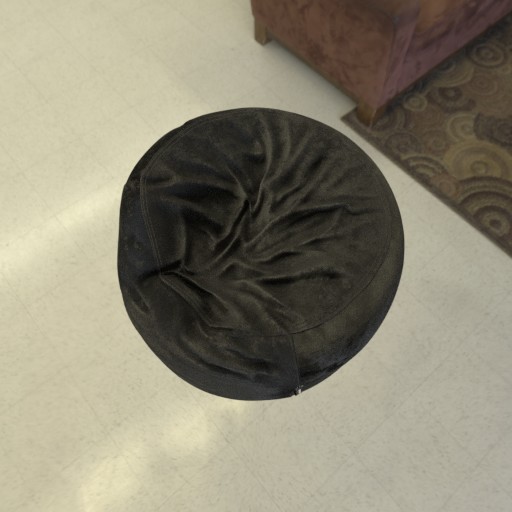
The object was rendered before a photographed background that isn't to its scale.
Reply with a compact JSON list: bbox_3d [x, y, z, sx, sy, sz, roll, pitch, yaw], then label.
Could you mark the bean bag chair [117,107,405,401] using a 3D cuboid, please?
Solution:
[{"bbox_3d":[0.000,0.000,1.508,0.918,0.605,0.918,0,65,0],"label":"bean bag chair"}]
